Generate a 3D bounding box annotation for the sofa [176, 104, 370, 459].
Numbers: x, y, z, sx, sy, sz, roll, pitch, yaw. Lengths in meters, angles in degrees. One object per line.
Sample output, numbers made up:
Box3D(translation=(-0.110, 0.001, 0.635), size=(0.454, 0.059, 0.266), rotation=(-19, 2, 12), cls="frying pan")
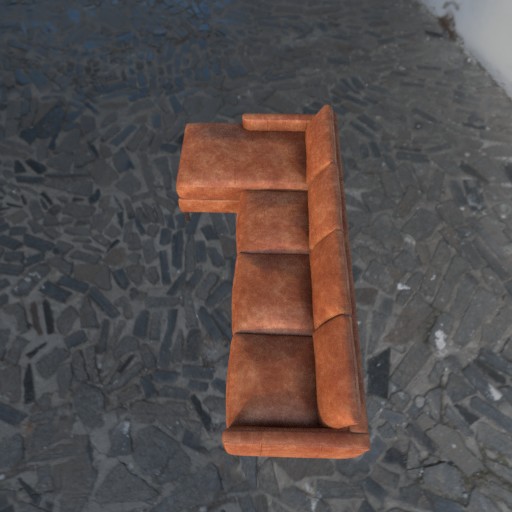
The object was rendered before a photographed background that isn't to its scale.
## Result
Box3D(translation=(0.000, 0.000, 3.638), size=(1.471, 0.859, 2.993), rotation=(1, 58, 1), cls="sofa")
